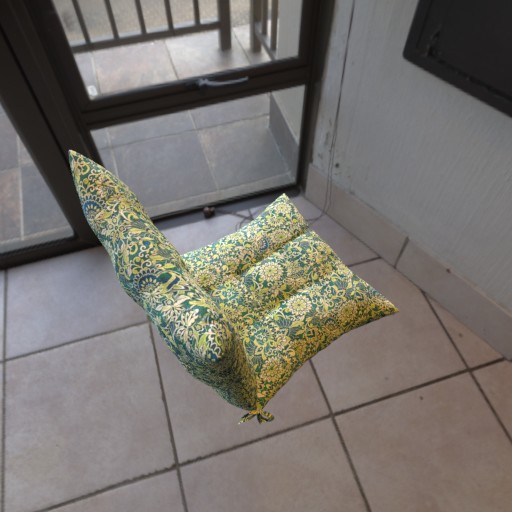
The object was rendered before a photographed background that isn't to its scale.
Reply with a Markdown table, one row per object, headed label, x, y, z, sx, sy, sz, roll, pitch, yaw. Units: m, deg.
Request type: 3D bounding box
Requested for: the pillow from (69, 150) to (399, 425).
| label | x | y | z | sx | sy | sz | roll | pitch | yaw |
| --- | --- | --- | --- | --- | --- | --- | --- | --- | --- |
| pillow | 0.000 | 0.000 | 1.012 | 0.585 | 0.536 | 0.541 | -31 | 62 | -19 |
